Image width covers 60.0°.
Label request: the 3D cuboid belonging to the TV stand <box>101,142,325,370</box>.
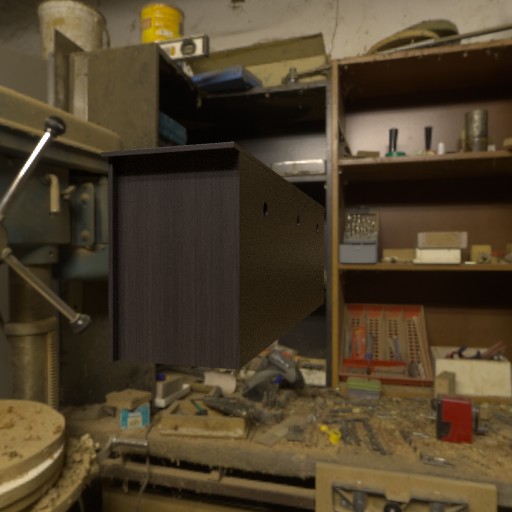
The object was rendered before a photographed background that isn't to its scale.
[{"bbox_3d":[0.000,0.000,2.074,0.406,0.610,1.778,0,0,16],"label":"TV stand"}]
